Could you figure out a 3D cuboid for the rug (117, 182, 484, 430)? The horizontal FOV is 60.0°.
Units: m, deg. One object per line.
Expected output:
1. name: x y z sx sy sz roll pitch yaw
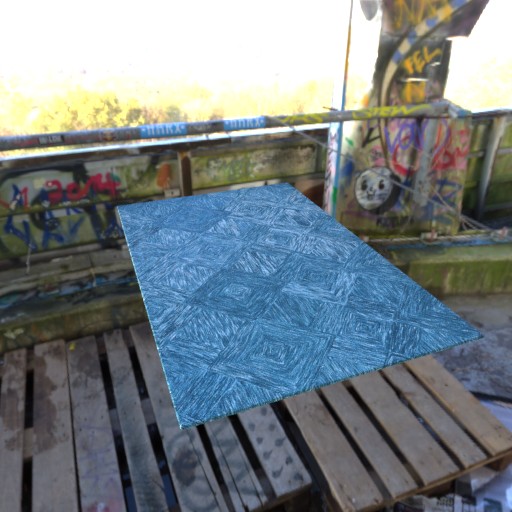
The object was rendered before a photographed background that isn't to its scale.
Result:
1. rug: 0.000 0.000 2.832 1.490 0.015 2.277 -11 31 -18
